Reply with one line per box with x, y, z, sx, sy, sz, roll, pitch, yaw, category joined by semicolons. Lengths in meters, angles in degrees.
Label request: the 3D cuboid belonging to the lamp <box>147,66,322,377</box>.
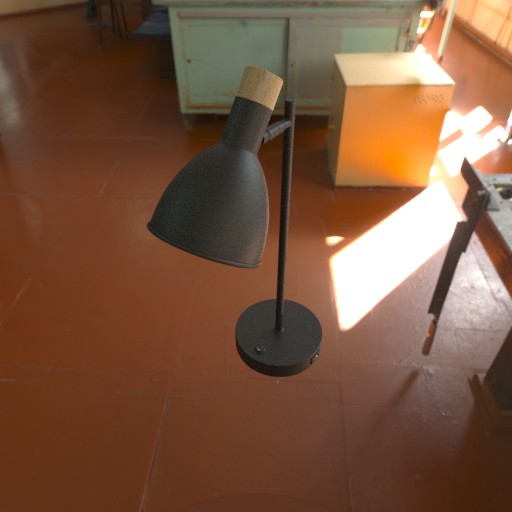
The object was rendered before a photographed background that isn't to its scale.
0.000;0.000;0.587;0.152;0.483;0.287;26;47;28;lamp
